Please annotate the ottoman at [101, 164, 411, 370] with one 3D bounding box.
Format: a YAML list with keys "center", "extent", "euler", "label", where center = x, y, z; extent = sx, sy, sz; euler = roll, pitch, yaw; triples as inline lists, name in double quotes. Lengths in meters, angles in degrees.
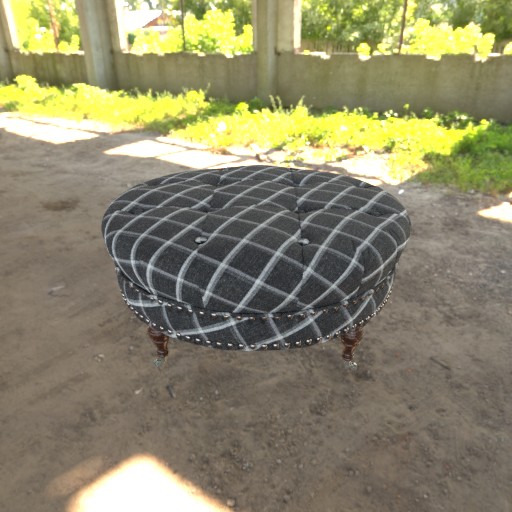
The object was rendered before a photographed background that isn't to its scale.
- center: [0.000, 0.000, 1.412]
  extent: [0.901, 0.439, 0.901]
  euler: [0, 26, 0]
  label: "ottoman"
